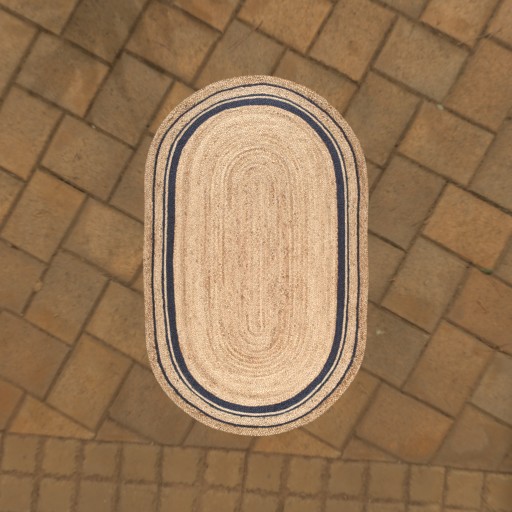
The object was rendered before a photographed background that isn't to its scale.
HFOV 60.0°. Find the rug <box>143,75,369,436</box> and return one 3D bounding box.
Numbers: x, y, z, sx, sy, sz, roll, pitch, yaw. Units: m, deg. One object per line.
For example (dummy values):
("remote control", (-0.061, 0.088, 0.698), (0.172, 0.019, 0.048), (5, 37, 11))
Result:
("rug", (0.000, 0.000, 2.990), (1.520, 0.006, 2.432), (0, 90, 0))
